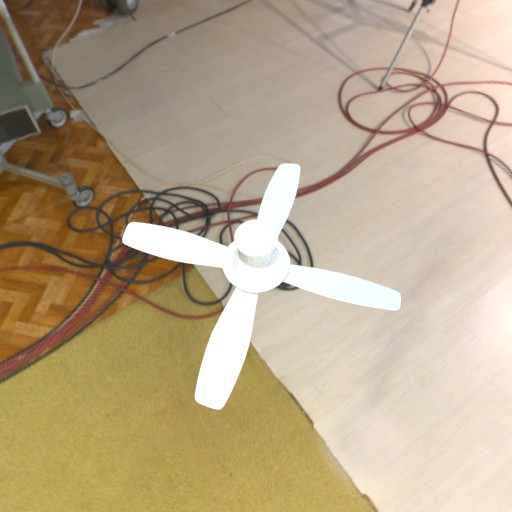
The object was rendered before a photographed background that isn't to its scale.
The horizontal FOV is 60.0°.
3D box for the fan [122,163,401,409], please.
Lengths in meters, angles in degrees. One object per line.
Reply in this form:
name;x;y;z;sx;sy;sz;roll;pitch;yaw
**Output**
fan;0.000;0.000;2.529;1.694;0.382;1.693;14;59;9
